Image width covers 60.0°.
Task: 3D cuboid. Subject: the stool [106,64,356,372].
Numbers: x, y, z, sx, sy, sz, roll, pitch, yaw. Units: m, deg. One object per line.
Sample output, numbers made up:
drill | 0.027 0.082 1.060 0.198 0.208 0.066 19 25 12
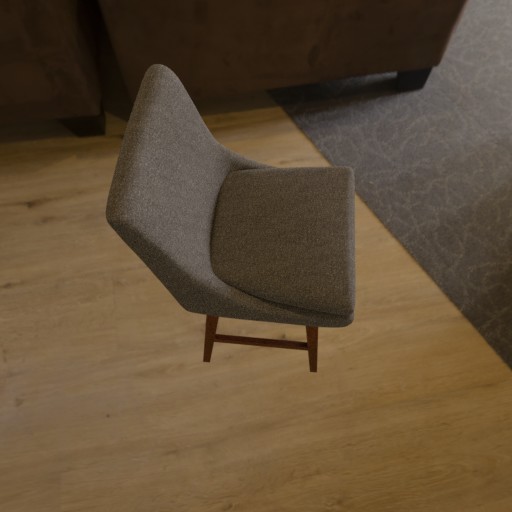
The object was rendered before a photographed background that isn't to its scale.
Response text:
stool | 0.000 0.000 1.397 0.572 1.068 0.489 5 63 2
